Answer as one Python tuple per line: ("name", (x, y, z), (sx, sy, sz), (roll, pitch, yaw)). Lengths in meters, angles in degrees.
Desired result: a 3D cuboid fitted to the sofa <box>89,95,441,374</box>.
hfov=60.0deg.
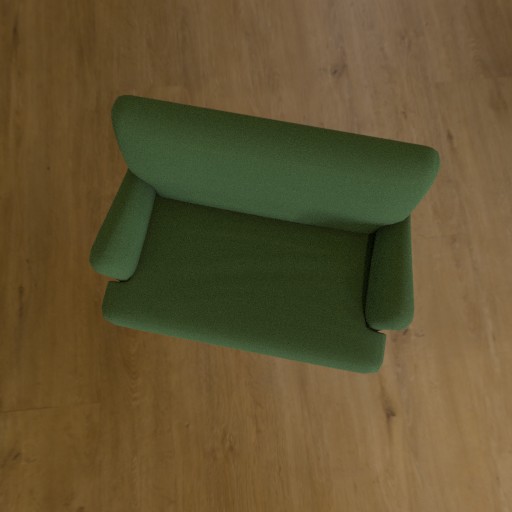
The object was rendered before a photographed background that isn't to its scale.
("sofa", (0.000, 0.000, 1.876), (1.297, 0.889, 0.779), (11, 76, 3))
